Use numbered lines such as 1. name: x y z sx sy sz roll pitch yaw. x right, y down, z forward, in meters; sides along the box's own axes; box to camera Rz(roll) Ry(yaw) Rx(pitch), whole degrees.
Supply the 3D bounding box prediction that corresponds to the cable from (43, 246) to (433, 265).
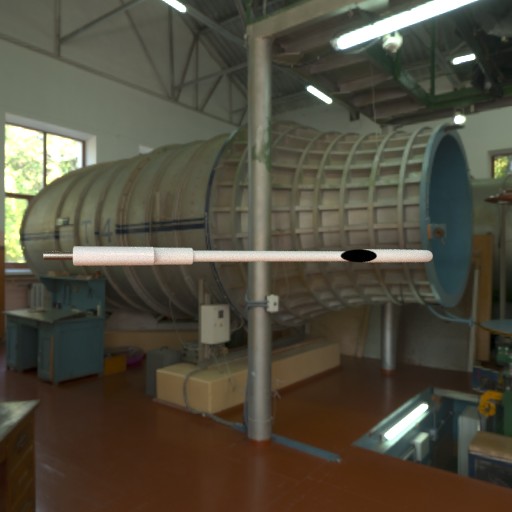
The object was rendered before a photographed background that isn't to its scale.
1. cable: 0.000 0.000 0.110 0.098 0.005 0.041 0 0 -18
